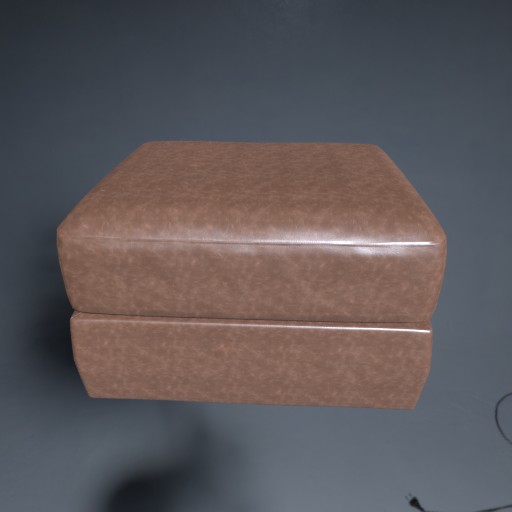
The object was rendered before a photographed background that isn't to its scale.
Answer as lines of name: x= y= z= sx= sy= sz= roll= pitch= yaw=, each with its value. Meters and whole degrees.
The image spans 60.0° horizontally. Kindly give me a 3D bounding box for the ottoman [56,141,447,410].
ottoman: x=0.000 y=0.000 z=1.111 sx=0.751 sy=0.476 sz=0.603 roll=1 pitch=29 yaw=3
